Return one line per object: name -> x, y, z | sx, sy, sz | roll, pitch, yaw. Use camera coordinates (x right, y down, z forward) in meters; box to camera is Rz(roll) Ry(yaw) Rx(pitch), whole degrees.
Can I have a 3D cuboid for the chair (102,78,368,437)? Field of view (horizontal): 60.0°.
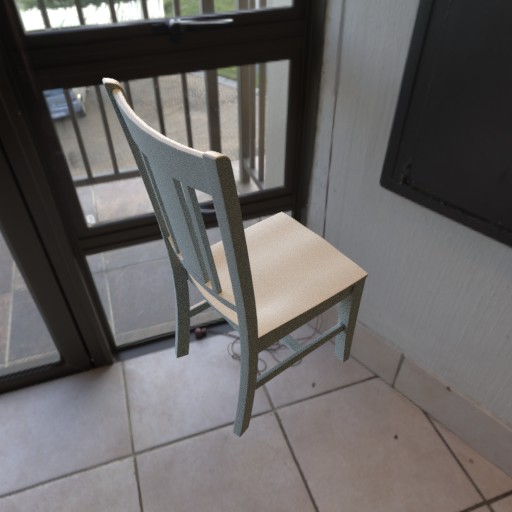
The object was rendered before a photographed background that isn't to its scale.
chair -> 0.000, 0.000, 1.285 | 0.555, 0.998, 0.450 | -27, 48, -27
